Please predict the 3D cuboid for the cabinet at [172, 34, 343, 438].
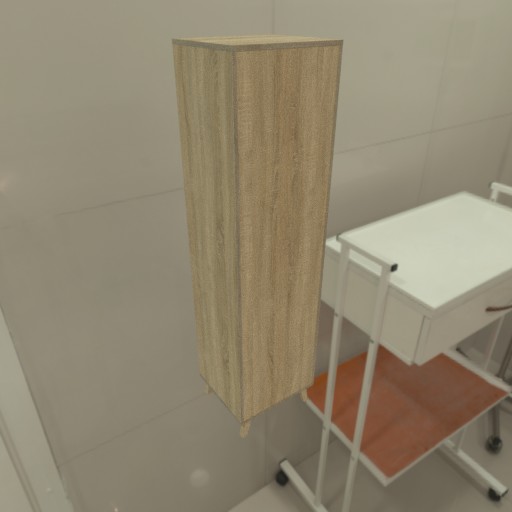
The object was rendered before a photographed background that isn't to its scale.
[{"bbox_3d":[0.000,0.000,2.226,0.510,1.960,0.450,-19,35,-30],"label":"cabinet"}]
